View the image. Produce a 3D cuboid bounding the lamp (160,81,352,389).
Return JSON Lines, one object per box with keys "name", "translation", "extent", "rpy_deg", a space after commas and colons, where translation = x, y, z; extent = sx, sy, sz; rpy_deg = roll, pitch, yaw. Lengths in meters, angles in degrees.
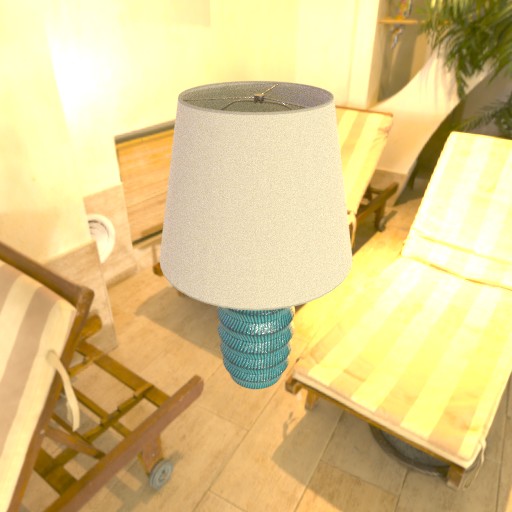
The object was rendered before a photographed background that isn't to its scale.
{"name": "lamp", "translation": [0.000, 0.000, 0.834], "extent": [0.355, 0.582, 0.355], "rpy_deg": [0, 31, 0]}
